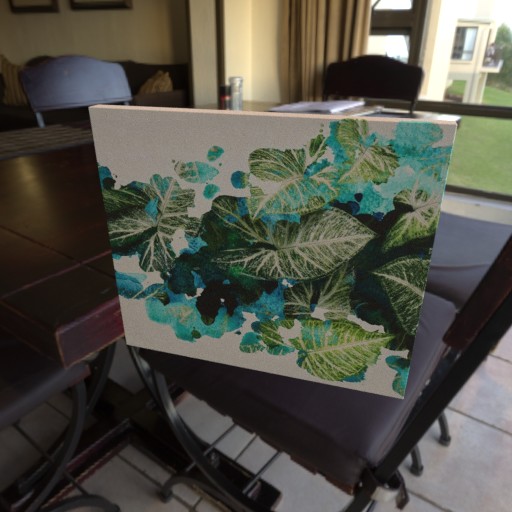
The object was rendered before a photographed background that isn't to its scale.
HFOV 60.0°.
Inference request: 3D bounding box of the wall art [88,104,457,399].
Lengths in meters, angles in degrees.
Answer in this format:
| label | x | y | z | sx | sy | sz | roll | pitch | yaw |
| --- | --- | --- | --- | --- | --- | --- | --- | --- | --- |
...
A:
| label | x | y | z | sx | sy | sz | roll | pitch | yaw |
| --- | --- | --- | --- | --- | --- | --- | --- | --- | --- |
| wall art | 0.000 | 0.000 | 0.981 | 0.711 | 0.610 | 0.043 | 7 | 27 | 15 |
